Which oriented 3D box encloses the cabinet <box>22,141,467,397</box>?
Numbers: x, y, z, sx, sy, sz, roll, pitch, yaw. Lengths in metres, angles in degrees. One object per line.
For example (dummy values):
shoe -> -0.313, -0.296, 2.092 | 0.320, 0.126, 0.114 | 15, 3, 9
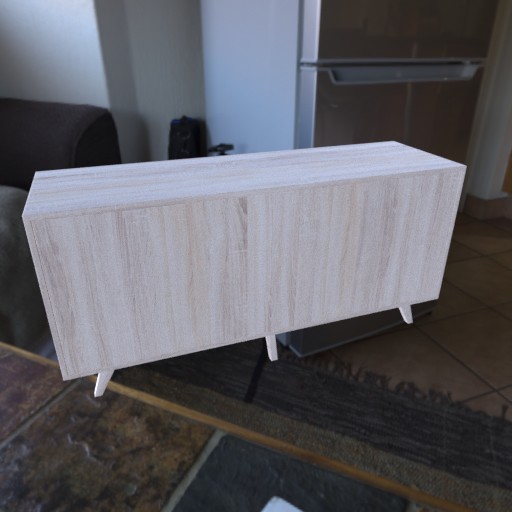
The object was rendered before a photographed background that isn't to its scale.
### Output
cabinet -> 0.000, 0.000, 1.945 | 1.650, 0.780, 0.500 | -9, 28, -18
